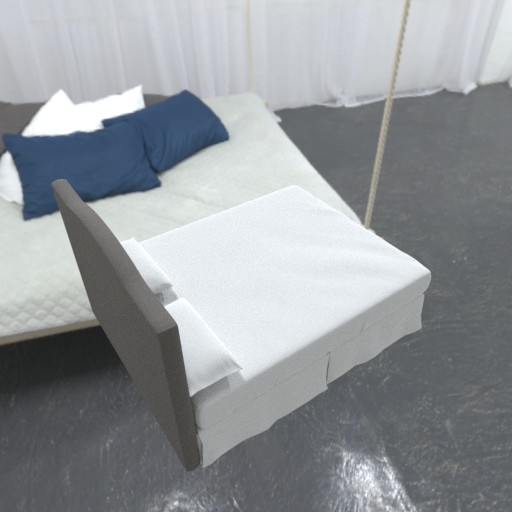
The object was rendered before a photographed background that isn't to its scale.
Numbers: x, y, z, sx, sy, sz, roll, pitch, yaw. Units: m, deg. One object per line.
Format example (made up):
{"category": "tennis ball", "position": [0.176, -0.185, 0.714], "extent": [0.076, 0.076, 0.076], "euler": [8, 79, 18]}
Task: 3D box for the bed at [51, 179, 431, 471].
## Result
{"category": "bed", "position": [0.000, 0.000, 3.431], "extent": [2.282, 1.436, 1.821], "euler": [-24, 45, -27]}
